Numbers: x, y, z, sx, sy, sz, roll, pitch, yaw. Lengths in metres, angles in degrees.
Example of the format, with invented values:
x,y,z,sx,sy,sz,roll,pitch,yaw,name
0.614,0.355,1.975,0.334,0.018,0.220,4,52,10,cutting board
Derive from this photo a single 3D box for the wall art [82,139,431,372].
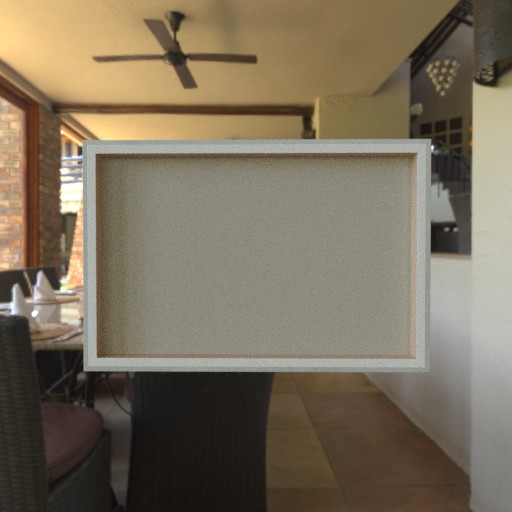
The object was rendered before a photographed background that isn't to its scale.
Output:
x,y,z,sx,sy,sz,roll,pitch,yaw,name
0.000,0.000,0.795,0.609,0.407,0.038,0,1,1,wall art
